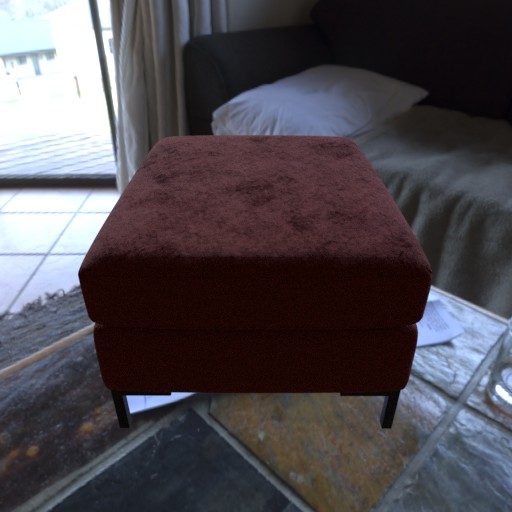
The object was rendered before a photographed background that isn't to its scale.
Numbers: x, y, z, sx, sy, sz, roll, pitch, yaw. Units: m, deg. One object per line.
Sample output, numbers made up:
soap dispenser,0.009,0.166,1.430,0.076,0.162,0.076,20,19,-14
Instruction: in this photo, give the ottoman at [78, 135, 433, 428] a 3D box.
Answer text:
ottoman,0.000,0.000,1.189,0.650,0.462,0.782,0,32,0
